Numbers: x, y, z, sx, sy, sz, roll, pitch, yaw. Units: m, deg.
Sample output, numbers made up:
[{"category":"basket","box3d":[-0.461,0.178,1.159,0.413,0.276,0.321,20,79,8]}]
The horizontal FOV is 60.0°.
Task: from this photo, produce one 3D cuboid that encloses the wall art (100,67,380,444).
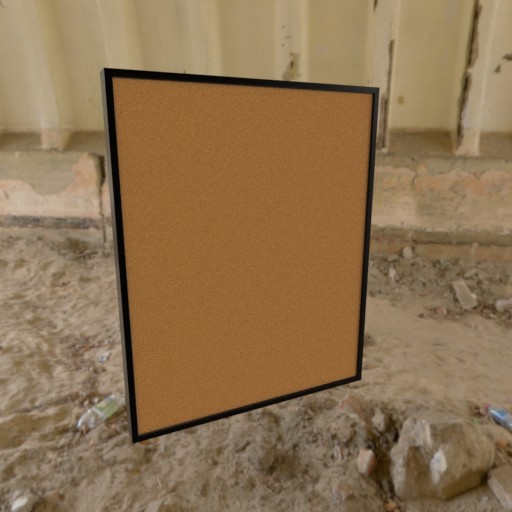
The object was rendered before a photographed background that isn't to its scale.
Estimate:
[{"category":"wall art","box3d":[0.000,0.000,0.744,0.451,0.553,0.039,-7,15,-25]}]
